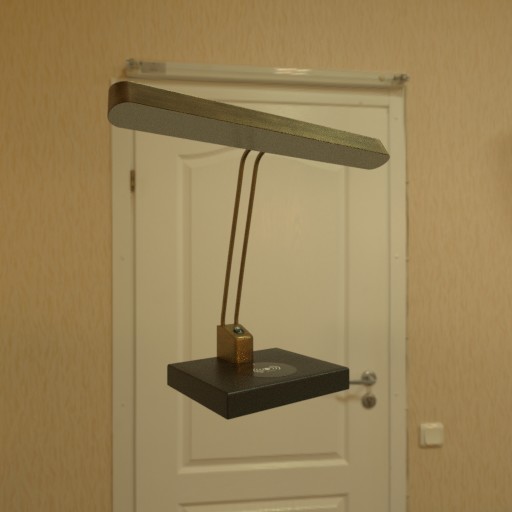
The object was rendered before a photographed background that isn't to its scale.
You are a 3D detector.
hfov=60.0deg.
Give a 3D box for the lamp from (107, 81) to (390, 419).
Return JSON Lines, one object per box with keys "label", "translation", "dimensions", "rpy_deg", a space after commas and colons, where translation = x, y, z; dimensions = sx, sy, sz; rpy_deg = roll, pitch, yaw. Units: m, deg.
{"label": "lamp", "translation": [0.000, 0.000, 0.583], "dimensions": [0.412, 0.345, 0.156], "rpy_deg": [0, 0, -35]}
